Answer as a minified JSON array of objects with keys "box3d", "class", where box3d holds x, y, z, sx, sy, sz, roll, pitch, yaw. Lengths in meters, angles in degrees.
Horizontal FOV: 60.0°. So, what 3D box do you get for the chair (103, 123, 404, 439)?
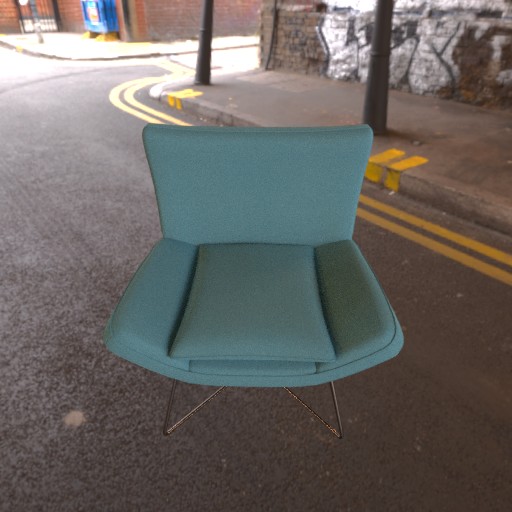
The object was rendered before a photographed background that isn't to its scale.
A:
[{"box3d":[0.000,0.000,1.648,0.859,0.855,1.008,1,31,1],"class":"chair"}]
